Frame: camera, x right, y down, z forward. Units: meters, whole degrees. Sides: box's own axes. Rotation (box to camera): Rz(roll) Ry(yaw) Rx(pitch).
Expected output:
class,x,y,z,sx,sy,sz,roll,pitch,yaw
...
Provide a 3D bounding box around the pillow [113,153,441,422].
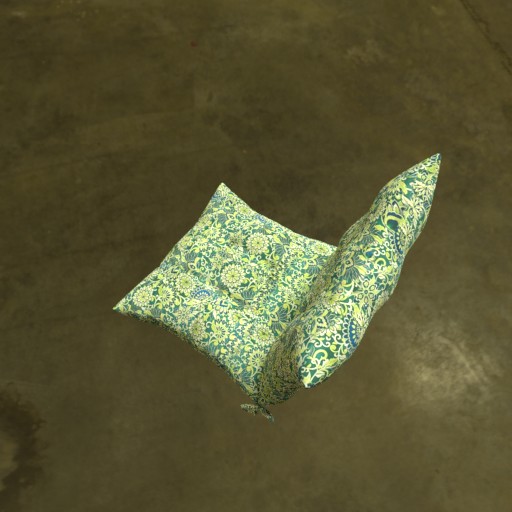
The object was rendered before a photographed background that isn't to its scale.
class,x,y,z,sx,sy,sz,roll,pitch,yaw
pillow,0.000,0.000,1.015,0.585,0.536,0.541,30,67,15
